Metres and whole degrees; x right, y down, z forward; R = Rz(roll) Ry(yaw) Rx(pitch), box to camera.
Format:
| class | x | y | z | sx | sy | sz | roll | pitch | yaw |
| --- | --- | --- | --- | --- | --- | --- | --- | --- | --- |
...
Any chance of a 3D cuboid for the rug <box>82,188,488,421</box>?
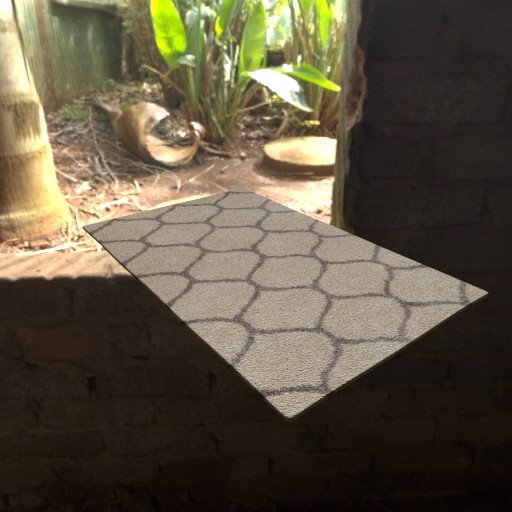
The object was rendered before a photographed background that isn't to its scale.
| class | x | y | z | sx | sy | sz | roll | pitch | yaw |
| --- | --- | --- | --- | --- | --- | --- | --- | --- | --- |
| rug | 0.000 | 0.000 | 2.906 | 1.501 | 0.024 | 2.348 | -19 | 33 | -33 |
